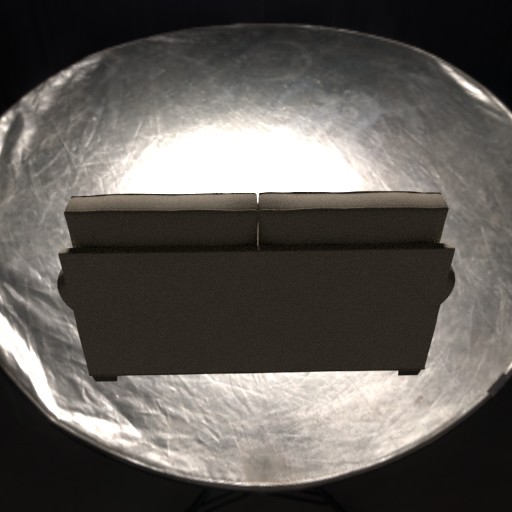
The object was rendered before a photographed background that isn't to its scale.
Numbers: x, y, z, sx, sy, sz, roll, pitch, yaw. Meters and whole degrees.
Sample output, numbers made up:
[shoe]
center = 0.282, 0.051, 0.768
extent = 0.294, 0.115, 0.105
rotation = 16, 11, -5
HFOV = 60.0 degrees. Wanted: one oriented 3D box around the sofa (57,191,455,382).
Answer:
[sofa]
center = 0.000, 0.000, 2.301
extent = 1.774, 0.933, 0.861
rotation = -1, 31, -1
